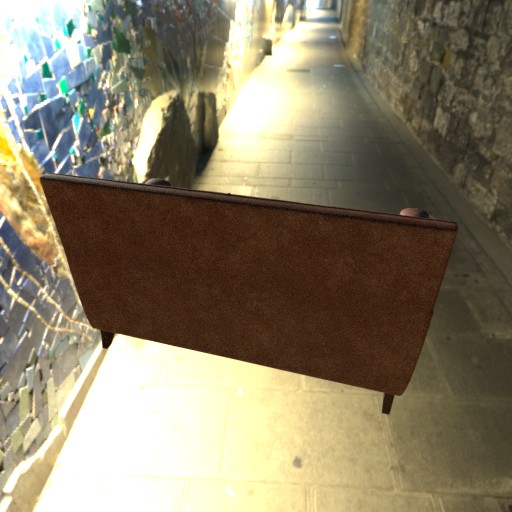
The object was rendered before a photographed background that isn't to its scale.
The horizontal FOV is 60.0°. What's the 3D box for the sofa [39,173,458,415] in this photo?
[{"bbox_3d":[0.000,0.000,2.011,1.473,0.871,0.787,9,31,15],"label":"sofa"}]
